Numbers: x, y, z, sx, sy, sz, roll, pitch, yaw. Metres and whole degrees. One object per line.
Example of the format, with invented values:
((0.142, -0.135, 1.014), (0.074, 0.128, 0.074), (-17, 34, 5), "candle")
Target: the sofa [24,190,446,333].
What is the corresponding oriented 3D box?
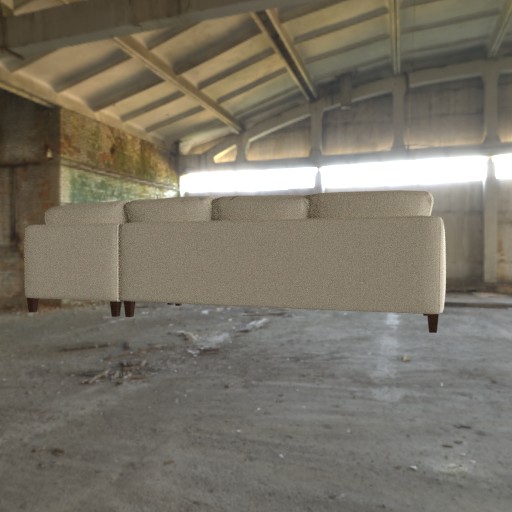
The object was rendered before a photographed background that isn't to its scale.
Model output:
((0.000, 0.000, 4.417), (3.302, 0.947, 2.593), (0, 0, 18), "sofa")
